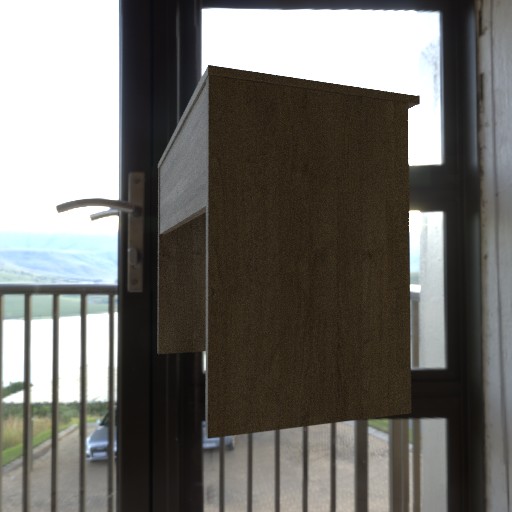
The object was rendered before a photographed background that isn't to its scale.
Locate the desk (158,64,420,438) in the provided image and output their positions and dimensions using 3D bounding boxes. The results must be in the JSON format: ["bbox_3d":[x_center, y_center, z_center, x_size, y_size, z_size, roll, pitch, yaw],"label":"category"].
[{"bbox_3d":[0.000,0.000,1.357,0.498,0.724,0.893,0,-1,-19],"label":"desk"}]
